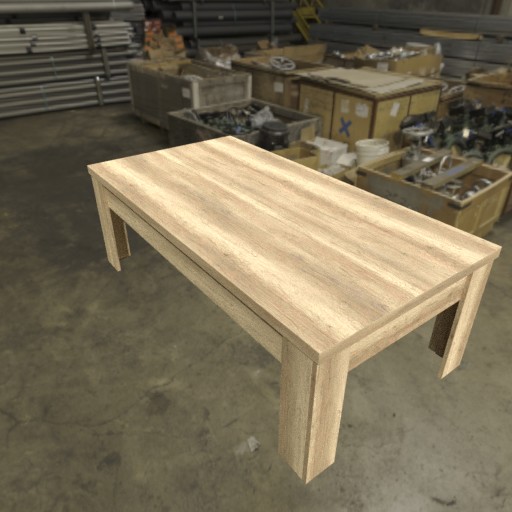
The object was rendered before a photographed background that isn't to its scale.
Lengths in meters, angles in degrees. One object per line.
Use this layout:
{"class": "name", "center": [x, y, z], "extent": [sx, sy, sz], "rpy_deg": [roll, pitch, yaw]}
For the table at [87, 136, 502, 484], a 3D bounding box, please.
{"class": "table", "center": [0.000, 0.000, 1.635], "extent": [0.700, 0.460, 1.350], "rpy_deg": [-21, 37, -31]}
